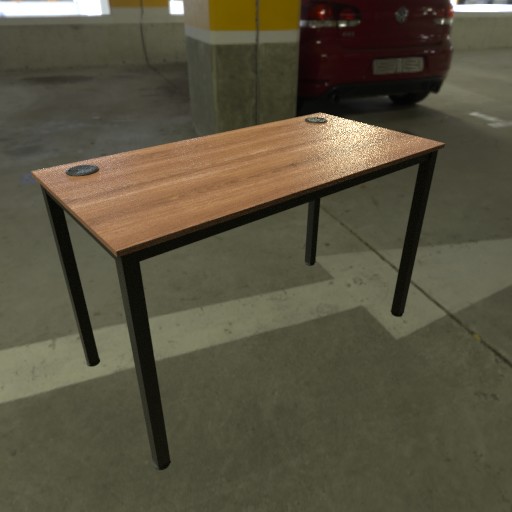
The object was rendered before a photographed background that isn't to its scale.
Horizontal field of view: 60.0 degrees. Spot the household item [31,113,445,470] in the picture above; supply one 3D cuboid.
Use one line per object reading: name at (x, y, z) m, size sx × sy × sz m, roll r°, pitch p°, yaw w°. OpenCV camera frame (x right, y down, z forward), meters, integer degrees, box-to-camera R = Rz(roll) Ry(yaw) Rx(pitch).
household item at (0.000, 0.000, 1.601) m, size 1.200 × 0.750 × 0.600 m, roll -22°, pitch 37°, yaw -33°
